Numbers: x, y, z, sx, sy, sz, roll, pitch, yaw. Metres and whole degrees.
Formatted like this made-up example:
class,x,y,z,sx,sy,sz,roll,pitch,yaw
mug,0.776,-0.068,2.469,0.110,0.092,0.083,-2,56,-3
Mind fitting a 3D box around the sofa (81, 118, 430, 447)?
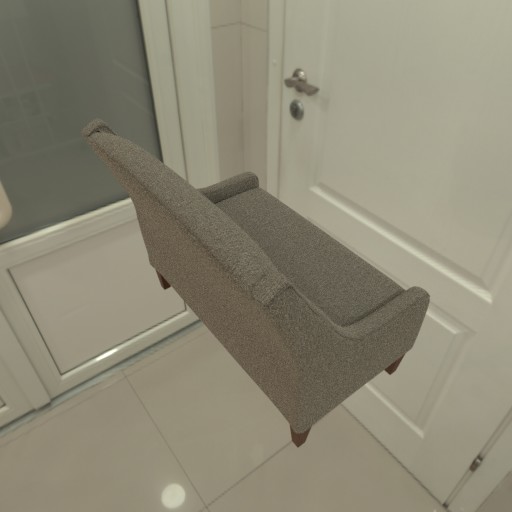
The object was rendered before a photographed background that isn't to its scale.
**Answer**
class,x,y,z,sx,sy,sz,roll,pitch,yaw
sofa,0.000,0.000,1.926,0.862,1.026,1.242,-27,48,-27
